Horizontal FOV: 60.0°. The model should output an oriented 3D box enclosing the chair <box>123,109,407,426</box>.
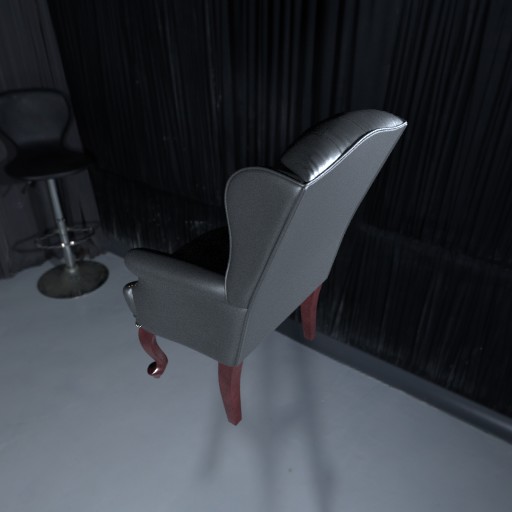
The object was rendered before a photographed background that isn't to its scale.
[{"bbox_3d":[0.000,0.000,1.653,0.762,1.111,0.838,21,37,30],"label":"chair"}]
